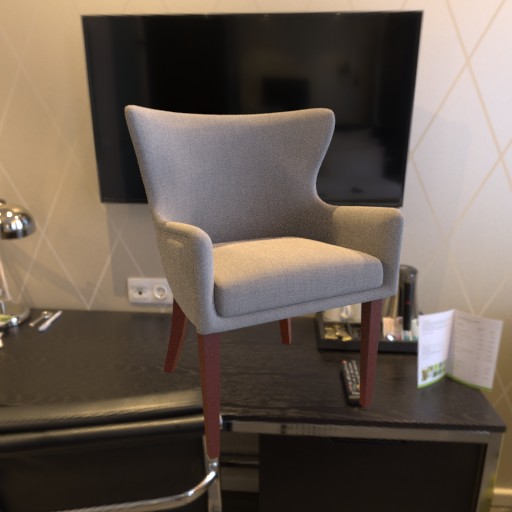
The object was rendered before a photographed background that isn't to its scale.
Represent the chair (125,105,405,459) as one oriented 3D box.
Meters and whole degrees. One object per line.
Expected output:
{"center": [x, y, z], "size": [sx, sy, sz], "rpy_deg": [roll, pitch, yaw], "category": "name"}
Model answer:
{"center": [0.000, 0.000, 1.462], "size": [0.732, 0.948, 0.677], "rpy_deg": [-8, 18, -25], "category": "chair"}
